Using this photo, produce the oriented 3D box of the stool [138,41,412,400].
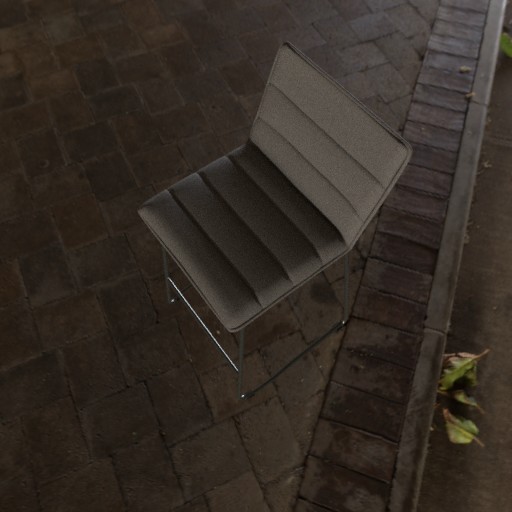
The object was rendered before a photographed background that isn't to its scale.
[{"bbox_3d":[0.000,0.000,1.252,0.490,0.960,0.490,-35,69,-16],"label":"stool"}]
